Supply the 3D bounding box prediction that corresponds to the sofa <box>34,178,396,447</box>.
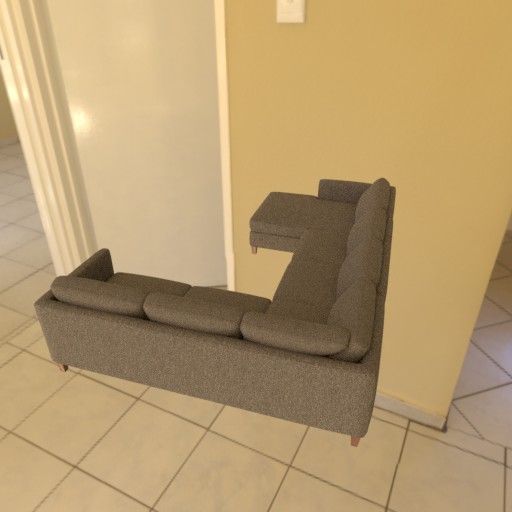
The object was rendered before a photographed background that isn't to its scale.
[{"bbox_3d":[0.000,0.000,4.432,2.551,0.853,3.238,9,32,15],"label":"sofa"}]
